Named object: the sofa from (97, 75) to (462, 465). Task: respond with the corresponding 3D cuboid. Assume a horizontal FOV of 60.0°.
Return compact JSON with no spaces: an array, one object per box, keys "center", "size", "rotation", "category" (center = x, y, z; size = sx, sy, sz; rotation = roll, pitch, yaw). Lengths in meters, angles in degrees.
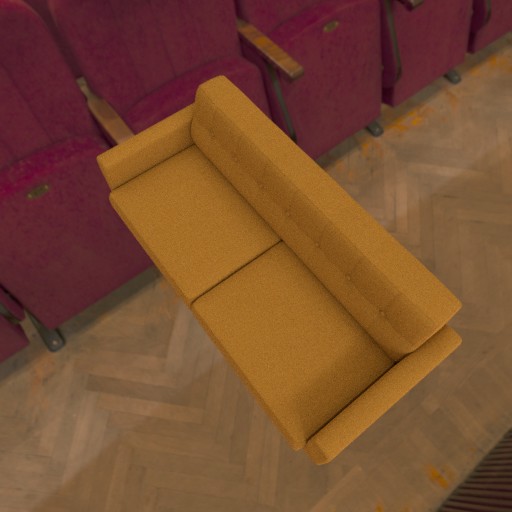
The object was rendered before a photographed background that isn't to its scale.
[{"center":[0.000,0.000,2.451],"size":[0.909,0.841,2.029],"rotation":[-34,68,-16],"category":"sofa"}]
